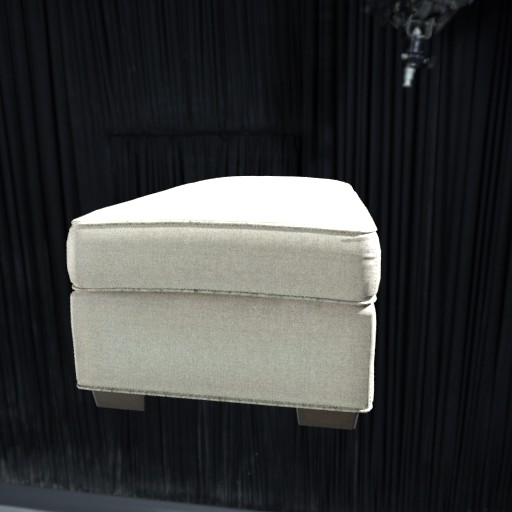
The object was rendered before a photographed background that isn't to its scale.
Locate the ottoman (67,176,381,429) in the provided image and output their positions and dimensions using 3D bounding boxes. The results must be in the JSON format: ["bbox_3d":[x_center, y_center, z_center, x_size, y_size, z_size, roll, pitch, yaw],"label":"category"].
[{"bbox_3d":[0.000,0.000,1.372,0.617,0.448,1.097,2,14,8],"label":"ottoman"}]
